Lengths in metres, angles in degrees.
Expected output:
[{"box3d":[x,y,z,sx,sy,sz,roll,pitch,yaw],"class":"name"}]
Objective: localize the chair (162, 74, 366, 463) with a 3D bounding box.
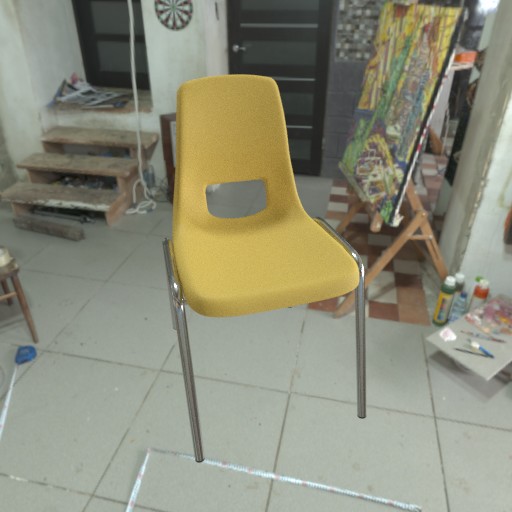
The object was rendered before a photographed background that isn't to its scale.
[{"box3d":[0.000,0.000,0.935,0.381,0.653,0.436,-9,32,-14],"class":"chair"}]
